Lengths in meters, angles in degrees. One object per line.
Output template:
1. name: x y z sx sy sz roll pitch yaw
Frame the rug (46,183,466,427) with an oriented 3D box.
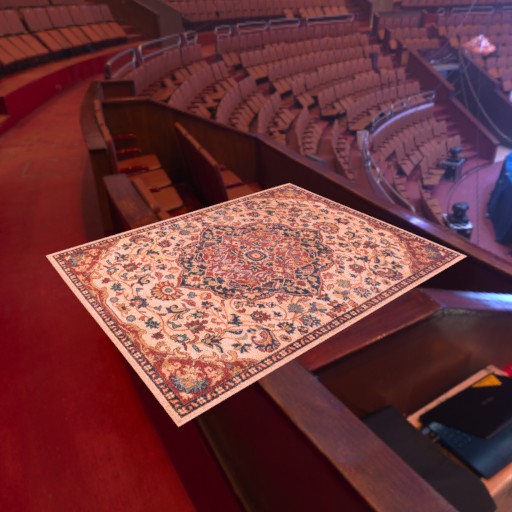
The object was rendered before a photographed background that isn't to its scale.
1. rug: 0.000 0.000 4.127 3.067 0.005 2.454 -22 36 -33
